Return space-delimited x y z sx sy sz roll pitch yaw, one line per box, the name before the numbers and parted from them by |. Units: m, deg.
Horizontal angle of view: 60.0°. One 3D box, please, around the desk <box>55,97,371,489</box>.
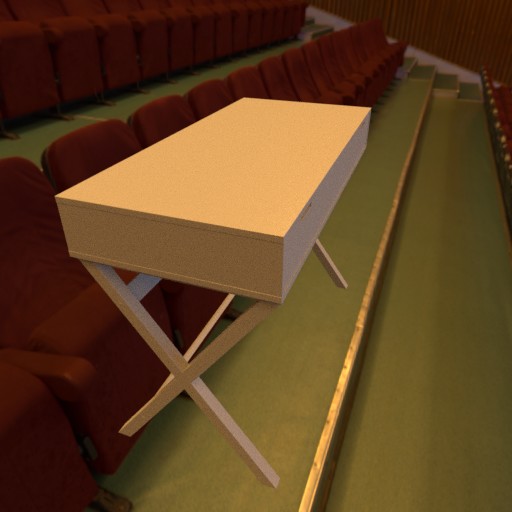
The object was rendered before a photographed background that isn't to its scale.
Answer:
desk | 0.000 0.000 1.478 0.509 0.780 1.059 11 33 18
